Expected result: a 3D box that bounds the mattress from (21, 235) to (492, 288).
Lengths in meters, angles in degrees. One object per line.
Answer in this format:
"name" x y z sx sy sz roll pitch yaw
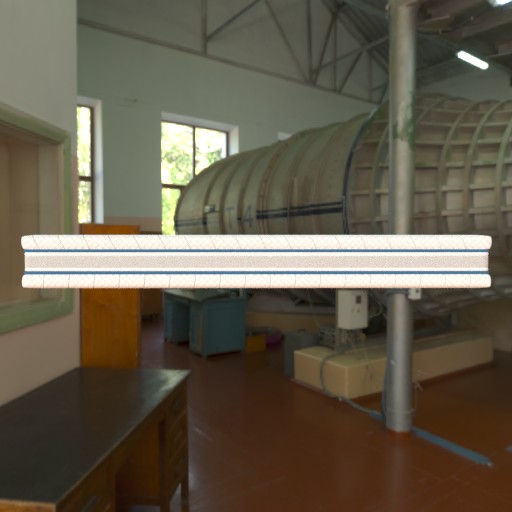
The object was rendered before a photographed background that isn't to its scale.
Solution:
"mattress" 0.000 0.000 2.679 2.000 0.230 1.600 0 2 -1
